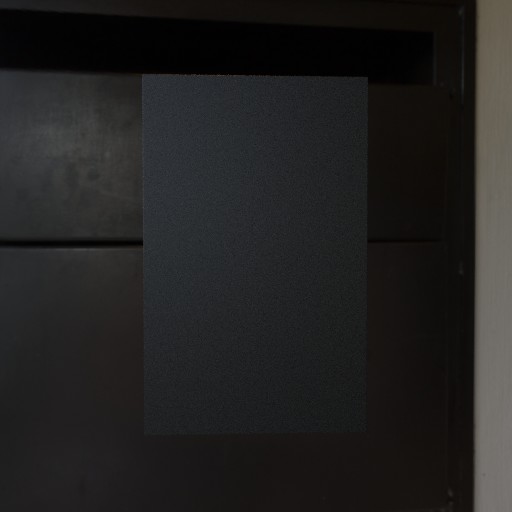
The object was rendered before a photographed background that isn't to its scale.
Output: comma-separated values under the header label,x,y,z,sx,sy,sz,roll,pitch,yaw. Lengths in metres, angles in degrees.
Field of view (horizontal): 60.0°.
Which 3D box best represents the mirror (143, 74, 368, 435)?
label,x,y,z,sx,sy,sz,roll,pitch,yaw
mirror,0.000,0.000,1.528,0.762,1.219,0.038,0,1,-2
